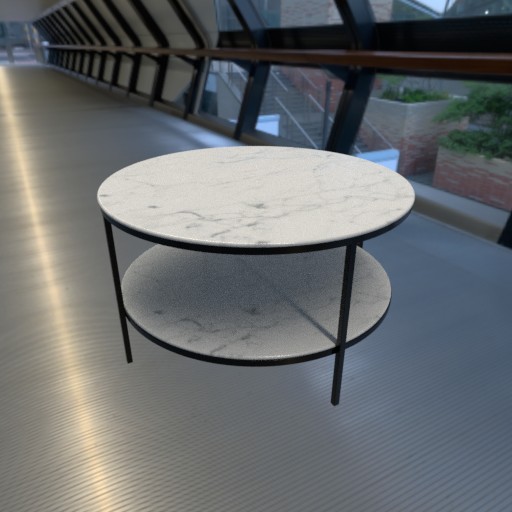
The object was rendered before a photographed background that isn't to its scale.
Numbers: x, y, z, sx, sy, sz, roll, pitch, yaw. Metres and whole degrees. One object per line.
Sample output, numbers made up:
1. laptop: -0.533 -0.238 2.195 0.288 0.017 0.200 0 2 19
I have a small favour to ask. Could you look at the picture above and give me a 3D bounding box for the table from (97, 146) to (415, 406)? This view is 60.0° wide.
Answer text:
1. table: 0.000 0.000 1.270 0.800 0.450 0.800 0 27 0
